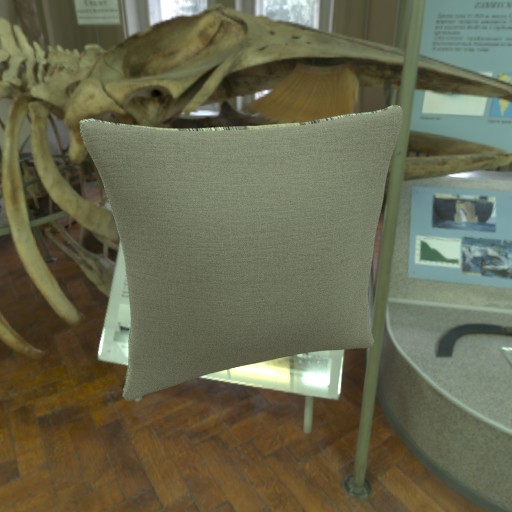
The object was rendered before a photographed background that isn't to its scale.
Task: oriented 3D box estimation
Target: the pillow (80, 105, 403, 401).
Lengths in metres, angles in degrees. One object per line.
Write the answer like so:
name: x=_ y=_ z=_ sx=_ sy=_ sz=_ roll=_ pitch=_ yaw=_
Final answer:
pillow: x=0.000 y=0.000 z=0.660 sx=0.435 sy=0.416 sz=0.189 roll=-8 pitch=27 yaw=-16
